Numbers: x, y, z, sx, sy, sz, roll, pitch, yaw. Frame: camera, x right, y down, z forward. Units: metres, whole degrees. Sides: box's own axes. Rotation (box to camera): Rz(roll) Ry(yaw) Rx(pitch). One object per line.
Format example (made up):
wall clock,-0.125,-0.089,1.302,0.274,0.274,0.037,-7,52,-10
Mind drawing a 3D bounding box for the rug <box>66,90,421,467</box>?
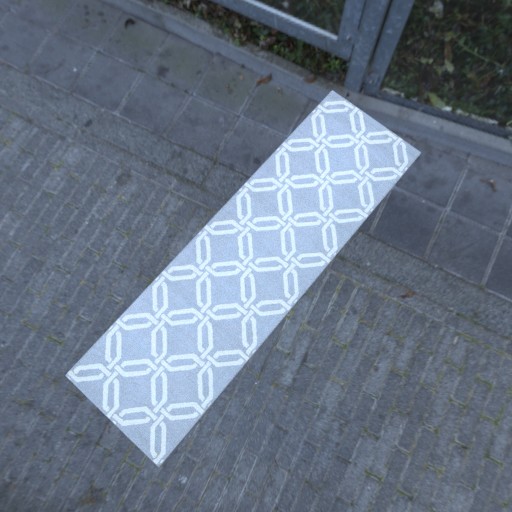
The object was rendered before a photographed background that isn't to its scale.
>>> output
rug,0.000,0.000,2.487,0.678,0.014,2.276,39,78,10
